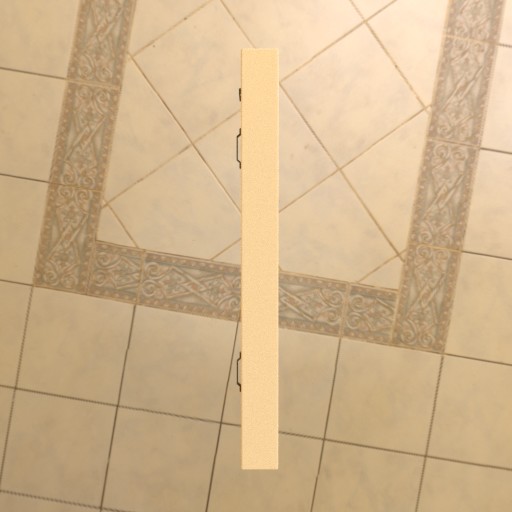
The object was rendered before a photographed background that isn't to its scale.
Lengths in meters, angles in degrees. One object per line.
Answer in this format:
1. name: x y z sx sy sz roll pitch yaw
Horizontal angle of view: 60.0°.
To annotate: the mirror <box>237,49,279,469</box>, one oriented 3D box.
1. mirror: 0.000 0.000 0.680 0.041 0.508 0.405 0 91 0
